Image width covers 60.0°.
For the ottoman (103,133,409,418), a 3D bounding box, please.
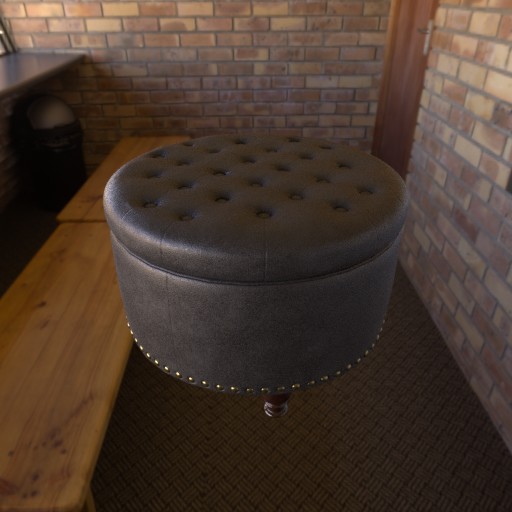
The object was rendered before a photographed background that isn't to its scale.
[{"bbox_3d":[0.000,0.000,1.055,0.637,0.442,0.637,0,31,0],"label":"ottoman"}]
